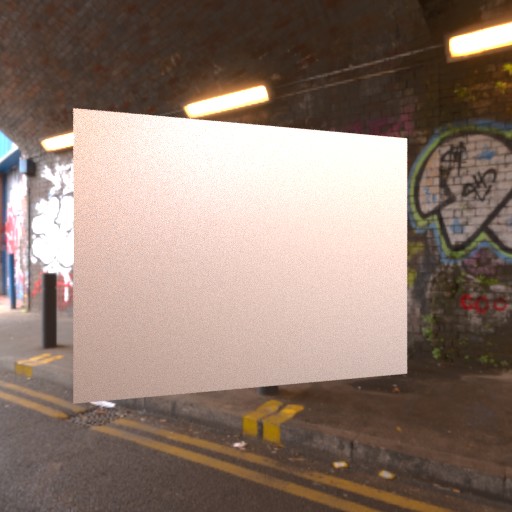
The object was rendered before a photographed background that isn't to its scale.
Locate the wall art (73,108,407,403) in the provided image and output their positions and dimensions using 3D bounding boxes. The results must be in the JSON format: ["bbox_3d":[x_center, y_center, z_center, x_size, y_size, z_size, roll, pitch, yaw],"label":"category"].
[{"bbox_3d":[0.000,0.000,1.389,1.056,0.801,0.066,0,0,-17],"label":"wall art"}]
